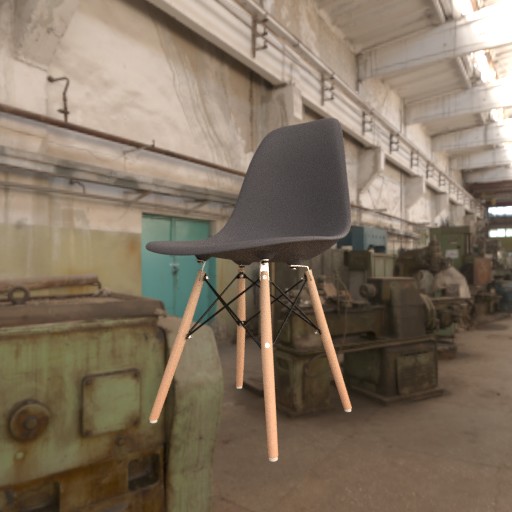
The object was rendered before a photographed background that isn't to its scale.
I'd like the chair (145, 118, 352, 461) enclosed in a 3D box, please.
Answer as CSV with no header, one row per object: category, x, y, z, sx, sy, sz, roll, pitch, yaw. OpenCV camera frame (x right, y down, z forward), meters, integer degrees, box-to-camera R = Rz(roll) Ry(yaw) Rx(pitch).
chair,0.000,0.000,1.154,0.470,0.826,0.533,0,0,35
